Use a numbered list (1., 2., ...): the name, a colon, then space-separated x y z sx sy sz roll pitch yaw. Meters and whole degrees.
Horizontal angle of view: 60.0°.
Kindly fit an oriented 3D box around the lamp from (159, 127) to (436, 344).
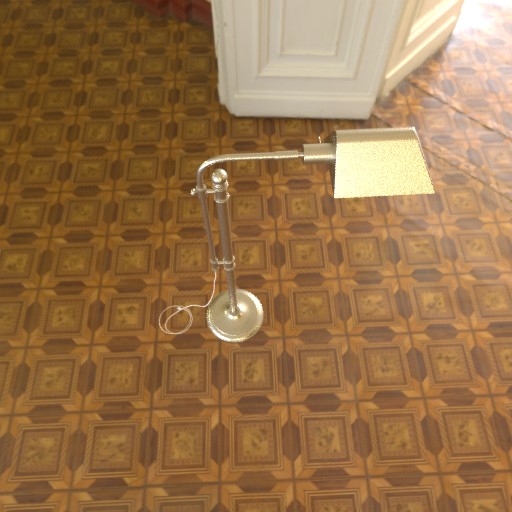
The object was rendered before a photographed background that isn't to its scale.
1. lamp: 0.000 0.000 0.945 0.546 0.708 0.159 -2 62 -1
